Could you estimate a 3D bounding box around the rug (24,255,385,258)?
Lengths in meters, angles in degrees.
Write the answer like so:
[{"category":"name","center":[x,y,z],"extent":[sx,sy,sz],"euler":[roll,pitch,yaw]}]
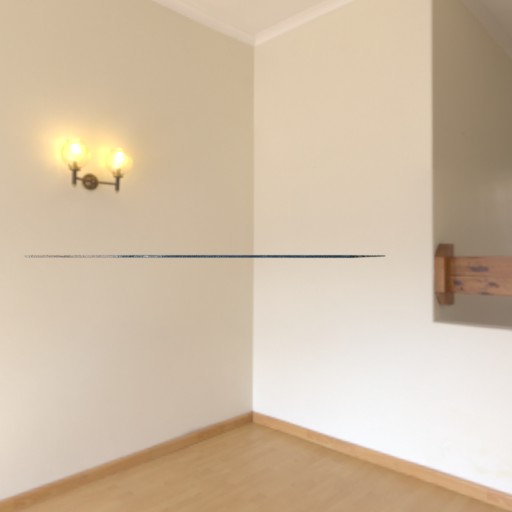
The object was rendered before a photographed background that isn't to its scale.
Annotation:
[{"category":"rug","center":[0.000,0.000,2.325],"extent":[1.232,0.009,1.836],"euler":[0,0,19]}]
